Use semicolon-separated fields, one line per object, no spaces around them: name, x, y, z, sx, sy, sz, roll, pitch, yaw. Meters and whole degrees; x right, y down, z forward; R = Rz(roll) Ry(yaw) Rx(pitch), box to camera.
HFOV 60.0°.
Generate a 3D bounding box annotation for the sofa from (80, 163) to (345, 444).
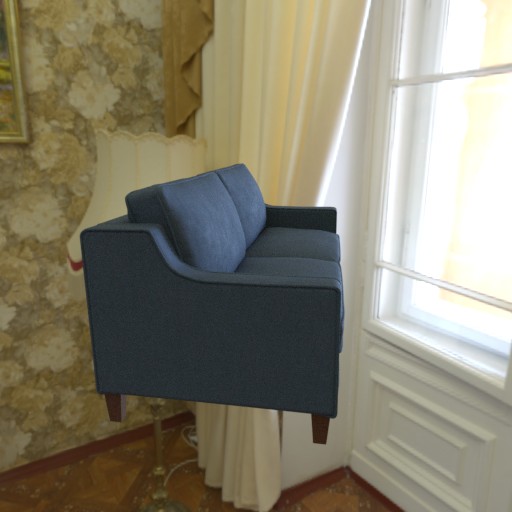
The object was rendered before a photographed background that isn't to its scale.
sofa;0.000;0.000;2.801;1.066;1.071;2.178;2;14;9
